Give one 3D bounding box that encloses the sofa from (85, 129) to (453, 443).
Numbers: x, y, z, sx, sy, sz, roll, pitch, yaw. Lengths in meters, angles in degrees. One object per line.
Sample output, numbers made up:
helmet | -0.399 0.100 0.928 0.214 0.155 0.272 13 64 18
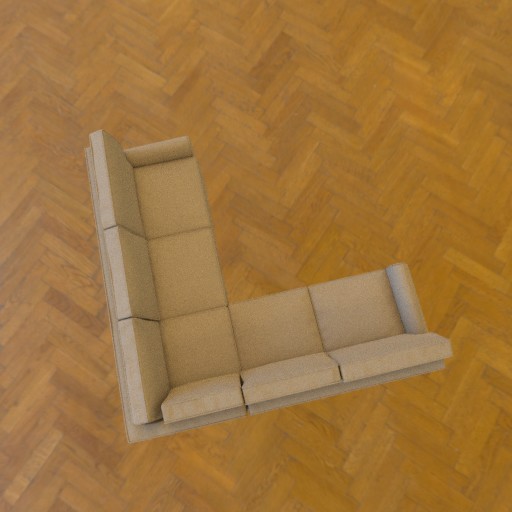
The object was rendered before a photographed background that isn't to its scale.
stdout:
sofa | 0.000 0.000 4.234 2.730 1.124 2.733 -12 76 -3
